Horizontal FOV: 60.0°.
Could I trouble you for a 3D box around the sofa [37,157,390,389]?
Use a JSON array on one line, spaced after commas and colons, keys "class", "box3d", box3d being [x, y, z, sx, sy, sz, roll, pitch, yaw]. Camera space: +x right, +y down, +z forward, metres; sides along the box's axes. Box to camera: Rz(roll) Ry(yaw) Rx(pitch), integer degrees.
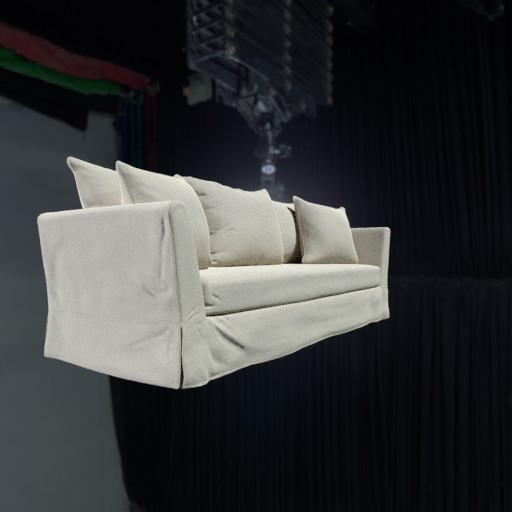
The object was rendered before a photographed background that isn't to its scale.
[{"class": "sofa", "box3d": [0.000, 0.000, 2.995, 1.046, 1.047, 2.499, 0, 1, 36]}]
